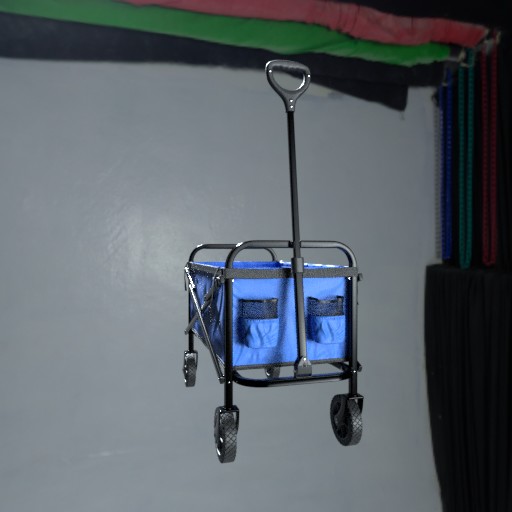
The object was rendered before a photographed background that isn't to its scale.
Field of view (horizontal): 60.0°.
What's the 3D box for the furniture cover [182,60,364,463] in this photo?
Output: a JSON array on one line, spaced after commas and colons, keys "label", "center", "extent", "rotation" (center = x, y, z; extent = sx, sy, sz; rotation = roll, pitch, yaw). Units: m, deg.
[{"label": "furniture cover", "center": [0.000, 0.000, 1.825], "extent": [0.532, 1.295, 1.038], "rotation": [0, 1, -16]}]
